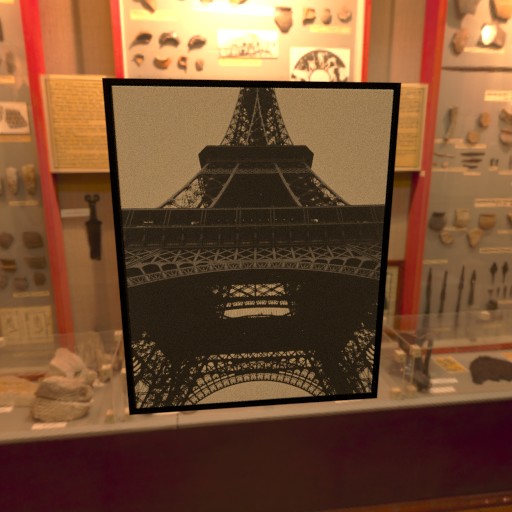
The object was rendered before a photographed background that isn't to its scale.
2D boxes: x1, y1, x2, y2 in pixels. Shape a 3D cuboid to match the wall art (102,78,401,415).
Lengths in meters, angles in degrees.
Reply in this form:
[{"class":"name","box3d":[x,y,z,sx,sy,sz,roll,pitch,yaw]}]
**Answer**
[{"class":"wall art","box3d":[0.000,0.000,0.750,0.451,0.553,0.039,-2,15,-6]}]
